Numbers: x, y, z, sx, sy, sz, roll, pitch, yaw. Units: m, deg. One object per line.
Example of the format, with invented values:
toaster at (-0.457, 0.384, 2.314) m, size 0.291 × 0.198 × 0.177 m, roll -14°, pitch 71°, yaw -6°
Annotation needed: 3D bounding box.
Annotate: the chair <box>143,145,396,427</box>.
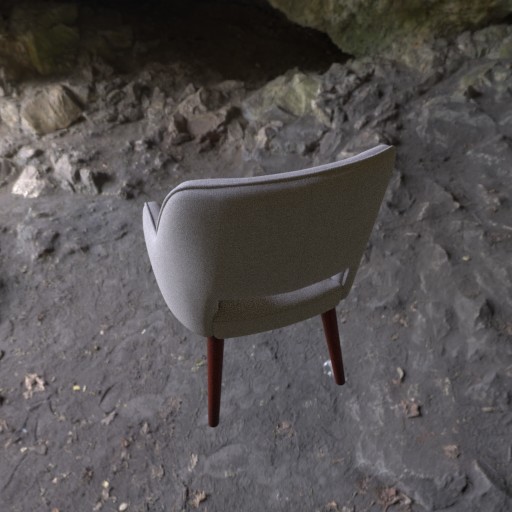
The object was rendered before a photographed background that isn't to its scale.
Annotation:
chair at (0.000, 0.000, 1.226) m, size 0.560 × 0.840 × 0.580 m, roll -13°, pitch 44°, yaw -14°
